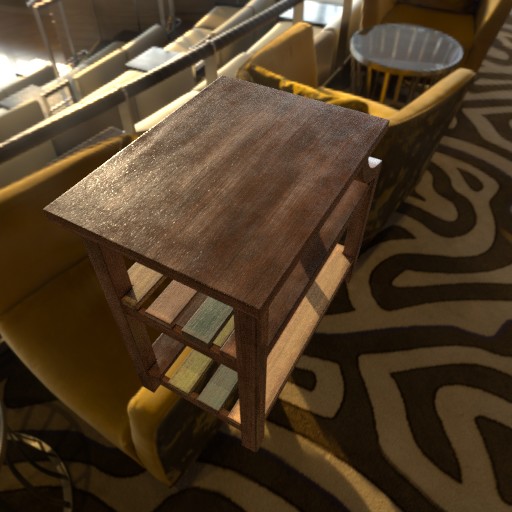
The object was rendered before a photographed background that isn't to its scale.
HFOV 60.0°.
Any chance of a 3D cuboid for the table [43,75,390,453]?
[{"bbox_3d":[0.000,0.000,0.967,0.356,0.584,0.609,23,51,19],"label":"table"}]
